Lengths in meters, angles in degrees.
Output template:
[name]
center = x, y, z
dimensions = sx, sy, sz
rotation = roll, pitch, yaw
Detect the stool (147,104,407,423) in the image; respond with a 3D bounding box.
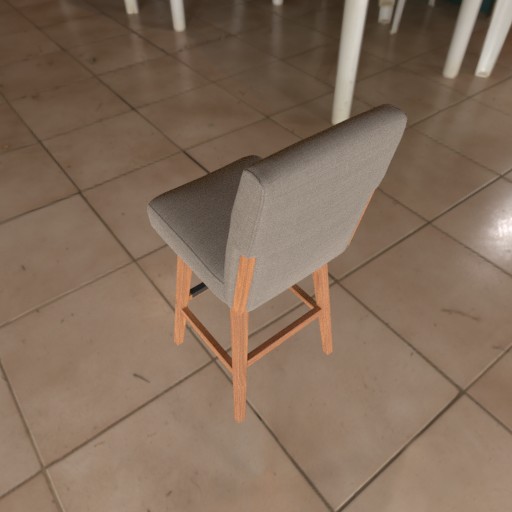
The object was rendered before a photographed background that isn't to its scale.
[stool]
center = 0.000, 0.000, 1.416
dimensions = 0.483, 1.112, 0.570
rotation = -30, 53, -26
